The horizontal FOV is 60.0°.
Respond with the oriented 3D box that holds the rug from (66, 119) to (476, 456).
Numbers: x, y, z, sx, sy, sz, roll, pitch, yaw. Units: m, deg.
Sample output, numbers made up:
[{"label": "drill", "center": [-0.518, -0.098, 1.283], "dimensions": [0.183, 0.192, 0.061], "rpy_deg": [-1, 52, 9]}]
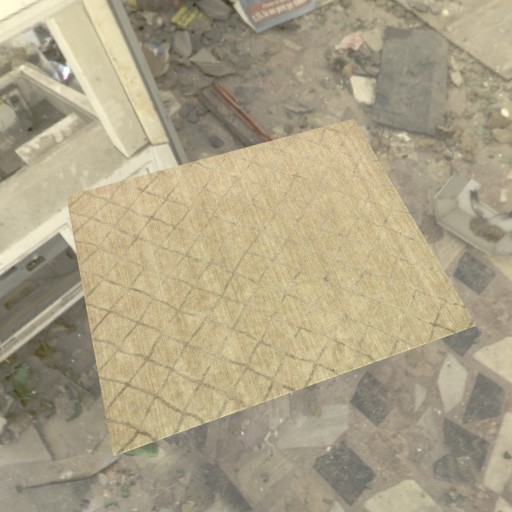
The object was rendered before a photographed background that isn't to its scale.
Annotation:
[{"label": "rug", "center": [0.000, 0.000, 3.980], "dimensions": [3.038, 0.019, 2.420], "rpy_deg": [-17, 64, -8]}]
